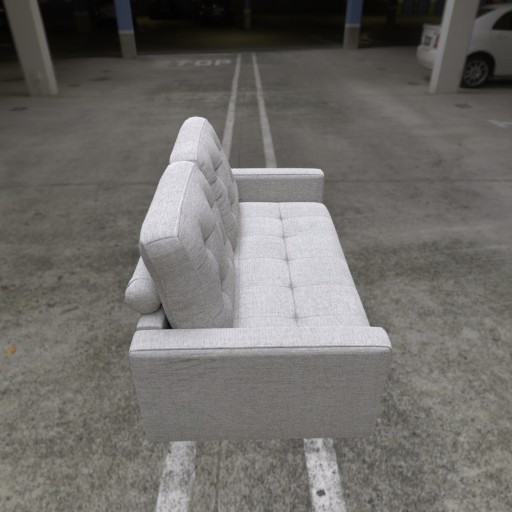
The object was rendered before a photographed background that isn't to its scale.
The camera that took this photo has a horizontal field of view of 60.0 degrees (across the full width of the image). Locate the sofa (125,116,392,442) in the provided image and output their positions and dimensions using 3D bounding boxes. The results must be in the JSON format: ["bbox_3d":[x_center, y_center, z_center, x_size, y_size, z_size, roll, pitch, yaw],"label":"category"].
[{"bbox_3d":[0.000,0.000,1.939,0.842,0.907,1.407,-1,33,-1],"label":"sofa"}]
